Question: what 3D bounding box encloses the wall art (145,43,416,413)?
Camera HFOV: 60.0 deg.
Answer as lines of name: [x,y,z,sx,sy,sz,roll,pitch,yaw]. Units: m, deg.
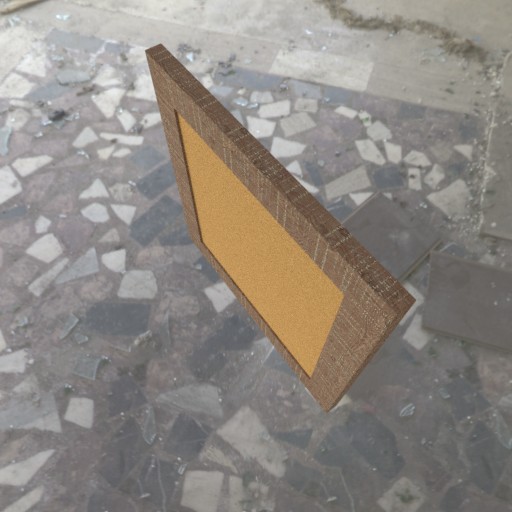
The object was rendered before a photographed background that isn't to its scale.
wall art: [0.000,0.000,0.797,0.029,0.531,0.531,-32,65,-17]
